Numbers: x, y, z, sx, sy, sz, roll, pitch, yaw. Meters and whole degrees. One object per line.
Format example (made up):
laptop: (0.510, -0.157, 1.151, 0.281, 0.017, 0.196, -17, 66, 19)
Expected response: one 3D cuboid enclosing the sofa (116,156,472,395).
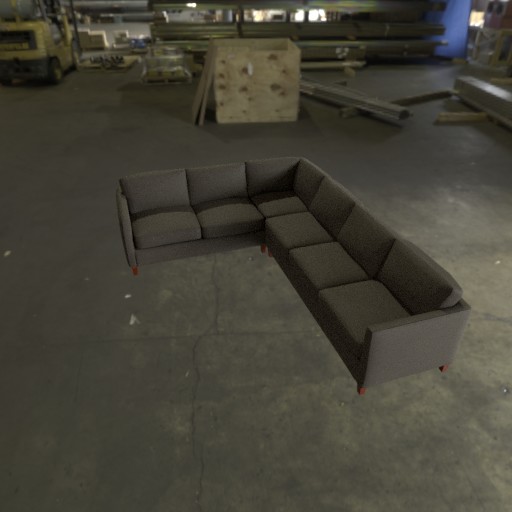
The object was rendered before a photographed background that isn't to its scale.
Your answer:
sofa: (0.000, 0.000, 4.565, 2.593, 0.947, 3.302, -10, 34, -15)
